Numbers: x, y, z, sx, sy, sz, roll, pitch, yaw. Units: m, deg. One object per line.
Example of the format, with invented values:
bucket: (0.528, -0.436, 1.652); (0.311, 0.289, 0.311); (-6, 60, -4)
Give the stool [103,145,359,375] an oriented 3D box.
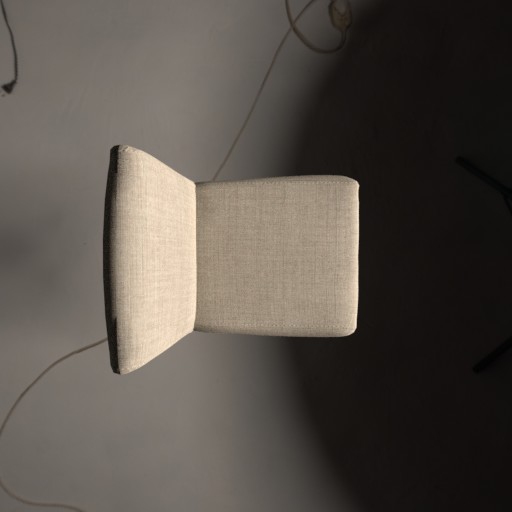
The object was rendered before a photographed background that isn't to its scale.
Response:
stool: (0.000, 0.000, 1.330); (0.567, 1.039, 0.454); (0, 90, 0)
